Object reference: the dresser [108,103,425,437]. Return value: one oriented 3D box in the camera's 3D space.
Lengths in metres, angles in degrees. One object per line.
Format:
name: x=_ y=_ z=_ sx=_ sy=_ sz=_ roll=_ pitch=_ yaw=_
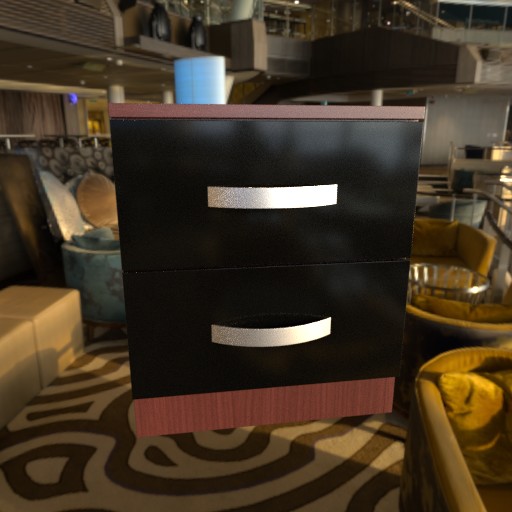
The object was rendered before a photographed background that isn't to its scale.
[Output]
dresser: x=0.000 y=0.000 z=0.757 sx=0.400 sy=0.470 sz=0.360 roll=-2 pitch=15 yaw=-9
